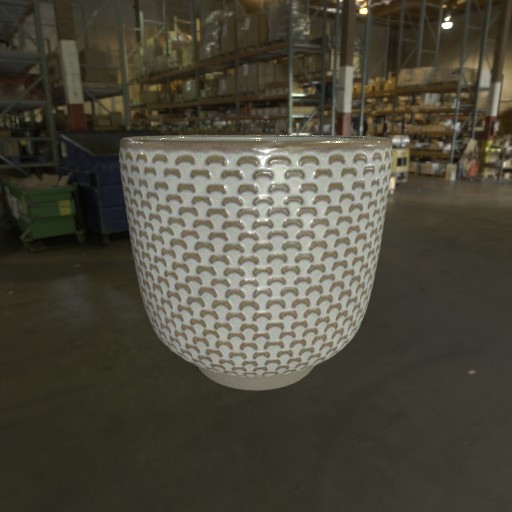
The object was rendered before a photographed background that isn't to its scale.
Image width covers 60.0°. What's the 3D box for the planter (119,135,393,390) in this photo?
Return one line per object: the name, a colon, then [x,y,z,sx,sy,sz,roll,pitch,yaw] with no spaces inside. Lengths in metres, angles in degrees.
planter: [0.000,0.000,0.250,0.139,0.130,0.139,0,16,0]
